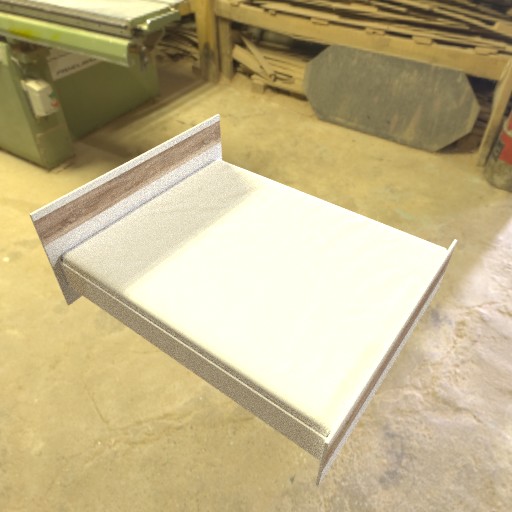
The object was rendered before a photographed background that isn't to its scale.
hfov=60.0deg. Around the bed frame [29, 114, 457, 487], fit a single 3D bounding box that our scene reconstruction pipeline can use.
[{"bbox_3d":[0.000,0.000,2.939,2.060,0.800,1.720,26,48,26],"label":"bed frame"}]
